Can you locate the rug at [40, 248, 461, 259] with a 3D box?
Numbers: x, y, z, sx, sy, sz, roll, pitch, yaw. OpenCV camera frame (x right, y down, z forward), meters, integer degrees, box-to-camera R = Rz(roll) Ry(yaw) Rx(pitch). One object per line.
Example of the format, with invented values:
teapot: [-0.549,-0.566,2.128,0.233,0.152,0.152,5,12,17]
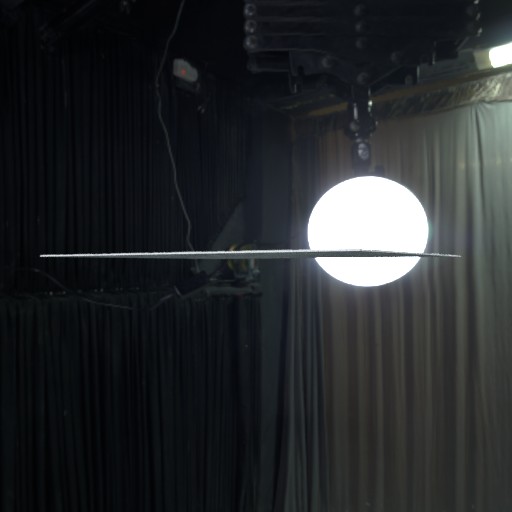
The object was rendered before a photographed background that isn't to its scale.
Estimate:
rug: [0.000,0.000,4.069,3.040,0.014,2.423,-1,-1,36]
